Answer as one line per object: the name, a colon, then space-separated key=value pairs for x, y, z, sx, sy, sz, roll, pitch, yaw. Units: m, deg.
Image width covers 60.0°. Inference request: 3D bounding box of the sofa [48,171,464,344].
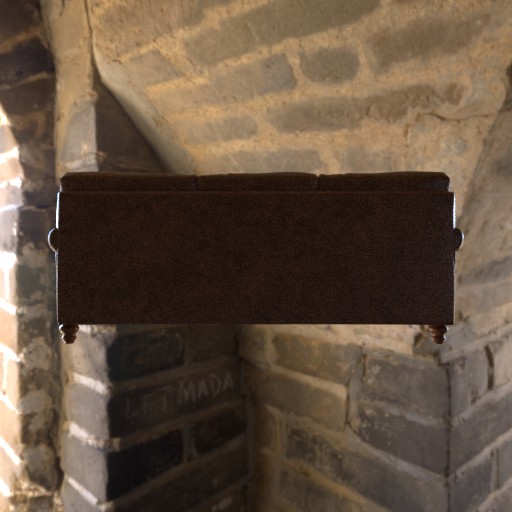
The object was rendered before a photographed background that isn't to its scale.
sofa: x=0.000 y=0.000 z=2.857 sx=2.351 sy=0.977 sz=0.973 roll=0 pitch=-1 yaw=0
